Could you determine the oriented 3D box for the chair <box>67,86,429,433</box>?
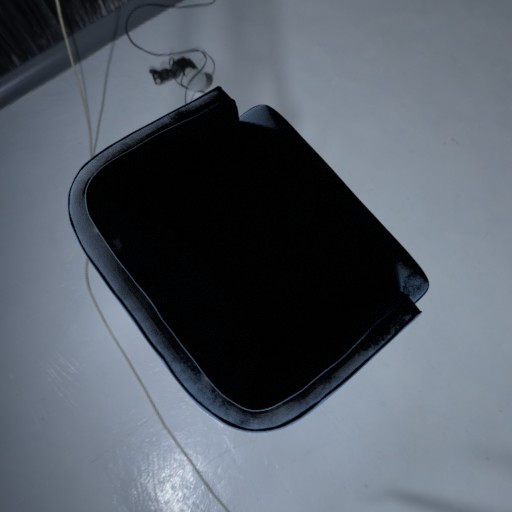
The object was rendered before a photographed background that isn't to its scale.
[{"bbox_3d":[0.000,0.000,1.736,0.940,0.852,1.094,-38,79,-9],"label":"chair"}]
